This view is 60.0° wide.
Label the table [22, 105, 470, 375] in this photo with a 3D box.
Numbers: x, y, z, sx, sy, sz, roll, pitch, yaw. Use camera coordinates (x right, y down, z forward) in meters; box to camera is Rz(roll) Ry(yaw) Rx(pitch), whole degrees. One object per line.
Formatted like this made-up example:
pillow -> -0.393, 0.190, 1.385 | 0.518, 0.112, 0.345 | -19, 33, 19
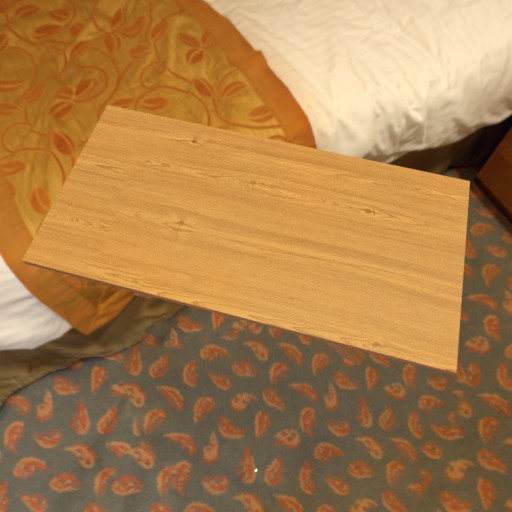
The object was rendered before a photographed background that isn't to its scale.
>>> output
table -> 0.000, 0.000, 2.288 | 1.797, 0.750, 0.901 | 14, 65, 6
